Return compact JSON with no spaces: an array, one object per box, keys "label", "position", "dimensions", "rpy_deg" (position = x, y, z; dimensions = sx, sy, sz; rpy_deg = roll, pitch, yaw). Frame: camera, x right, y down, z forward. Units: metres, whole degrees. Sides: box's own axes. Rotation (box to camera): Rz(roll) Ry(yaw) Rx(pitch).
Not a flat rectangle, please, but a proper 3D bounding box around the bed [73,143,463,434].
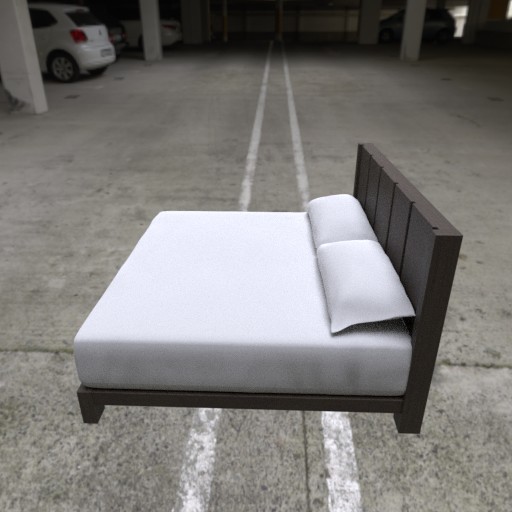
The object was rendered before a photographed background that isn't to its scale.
[{"label":"bed","position":[0.000,0.000,3.331],"dimensions":[2.012,1.270,2.134],"rpy_deg":[1,26,2]}]
